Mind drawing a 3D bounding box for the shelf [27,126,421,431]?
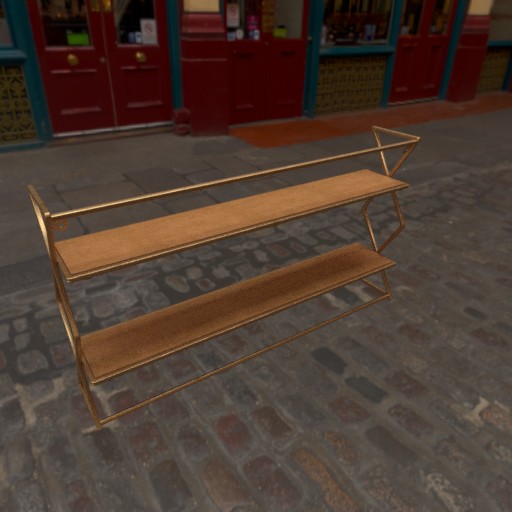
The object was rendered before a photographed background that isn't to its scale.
[{"bbox_3d":[0.000,0.000,0.994,0.822,0.450,0.150,-17,33,-29],"label":"shelf"}]
